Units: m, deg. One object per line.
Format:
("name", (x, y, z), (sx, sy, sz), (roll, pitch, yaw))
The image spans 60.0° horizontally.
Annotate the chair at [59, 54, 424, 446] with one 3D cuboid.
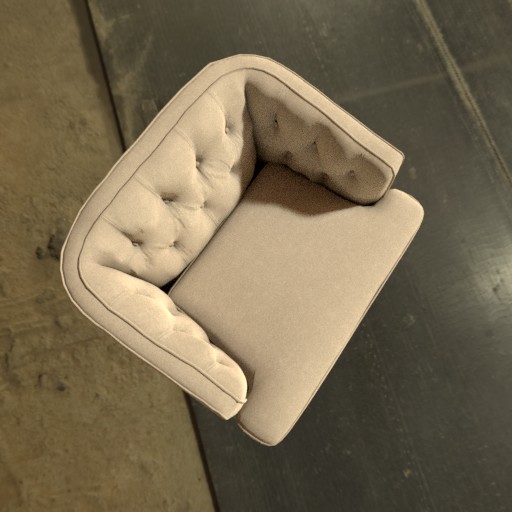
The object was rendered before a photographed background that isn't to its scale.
("chair", (0.000, 0.000, 1.729), (0.941, 0.852, 1.104), (34, 77, 9))
